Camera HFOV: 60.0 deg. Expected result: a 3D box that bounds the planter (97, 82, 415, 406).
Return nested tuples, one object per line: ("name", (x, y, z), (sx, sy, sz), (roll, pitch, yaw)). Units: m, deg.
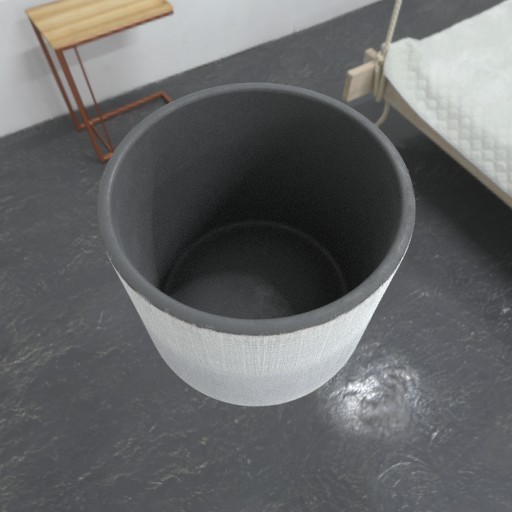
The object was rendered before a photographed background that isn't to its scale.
("planter", (0.000, 0.000, 0.444), (0.254, 0.221, 0.254), (0, 59, 0))
